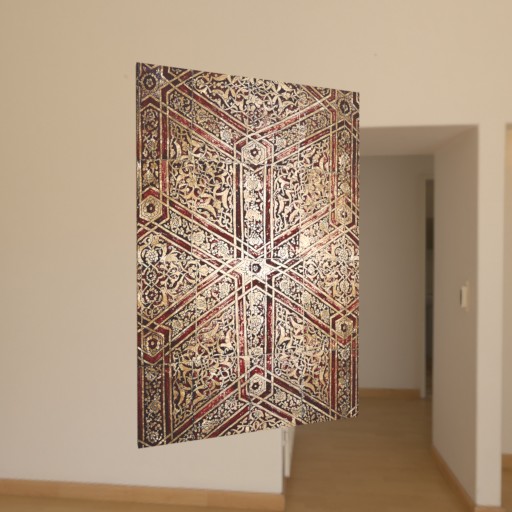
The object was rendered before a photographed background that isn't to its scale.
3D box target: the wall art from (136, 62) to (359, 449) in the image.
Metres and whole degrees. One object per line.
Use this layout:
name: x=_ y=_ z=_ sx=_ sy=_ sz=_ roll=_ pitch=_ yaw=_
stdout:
wall art: x=0.000 y=0.000 z=0.762 sx=0.397 sy=0.599 sz=0.020 roll=0 pitch=1 yaw=-20
